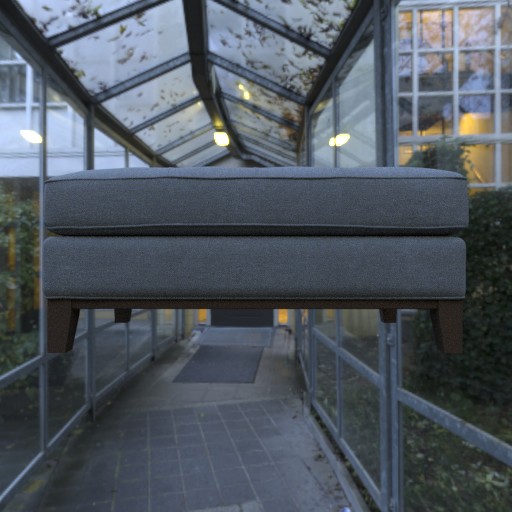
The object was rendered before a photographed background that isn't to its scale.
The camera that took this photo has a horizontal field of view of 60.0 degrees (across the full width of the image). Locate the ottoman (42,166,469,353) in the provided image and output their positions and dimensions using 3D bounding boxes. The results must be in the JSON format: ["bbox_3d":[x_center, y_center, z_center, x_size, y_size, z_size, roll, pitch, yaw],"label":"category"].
[{"bbox_3d":[0.000,0.000,1.462,1.143,0.514,0.648,0,0,0],"label":"ottoman"}]
